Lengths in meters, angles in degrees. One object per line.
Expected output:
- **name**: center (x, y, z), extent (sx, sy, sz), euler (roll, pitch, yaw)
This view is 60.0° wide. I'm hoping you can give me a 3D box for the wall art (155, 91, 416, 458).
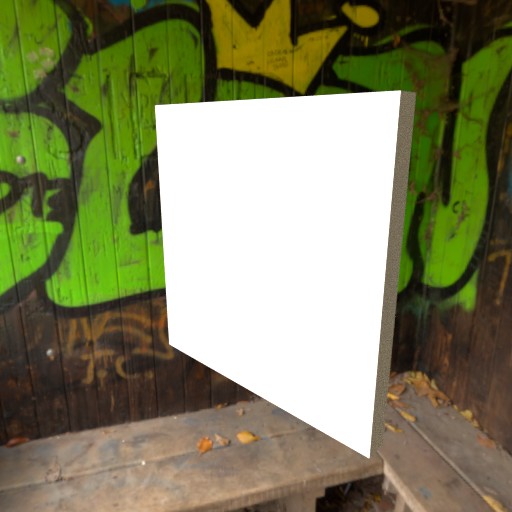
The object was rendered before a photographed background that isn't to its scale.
- **wall art**: center (0.000, 0.000, 0.535), extent (0.355, 0.355, 0.027), euler (15, 22, 43)
